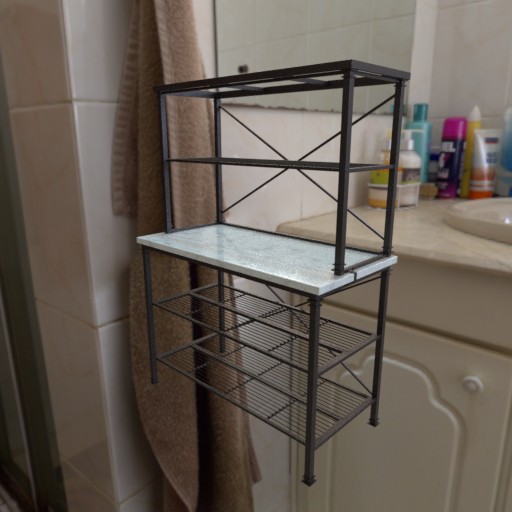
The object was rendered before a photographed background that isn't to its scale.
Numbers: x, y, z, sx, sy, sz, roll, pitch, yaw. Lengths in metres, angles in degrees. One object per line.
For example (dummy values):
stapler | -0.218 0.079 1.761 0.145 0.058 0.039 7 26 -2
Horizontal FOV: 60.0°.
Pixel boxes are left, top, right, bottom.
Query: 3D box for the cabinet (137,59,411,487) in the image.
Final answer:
cabinet | 0.000 0.000 2.218 1.210 1.659 0.610 14 20 42
